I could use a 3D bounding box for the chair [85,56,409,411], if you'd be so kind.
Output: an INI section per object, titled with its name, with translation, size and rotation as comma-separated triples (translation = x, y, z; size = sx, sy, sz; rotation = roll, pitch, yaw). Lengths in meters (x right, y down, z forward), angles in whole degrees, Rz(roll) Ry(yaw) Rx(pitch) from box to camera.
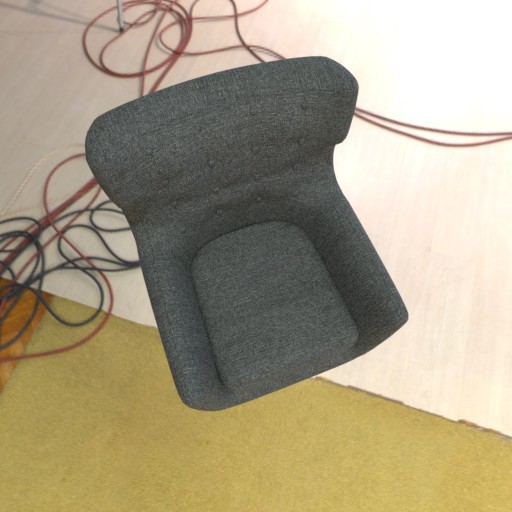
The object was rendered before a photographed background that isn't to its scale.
[chair]
translation = 0.000, 0.000, 1.701
size = 0.878, 1.063, 0.904
rotation = -19, 66, -9
